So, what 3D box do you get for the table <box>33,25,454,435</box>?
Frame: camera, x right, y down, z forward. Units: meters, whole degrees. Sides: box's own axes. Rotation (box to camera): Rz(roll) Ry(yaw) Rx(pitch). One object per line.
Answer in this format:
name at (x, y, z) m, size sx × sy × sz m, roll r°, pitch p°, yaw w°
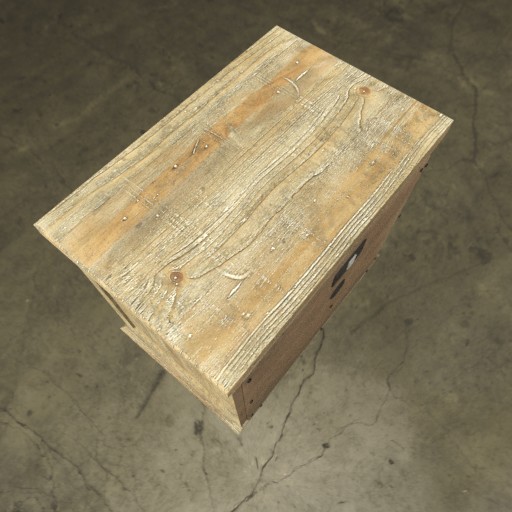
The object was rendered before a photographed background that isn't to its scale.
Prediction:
table at (0.000, 0.000, 1.133) m, size 0.457 × 0.711 × 0.686 m, roll 36°, pitch 69°, yaw 17°
